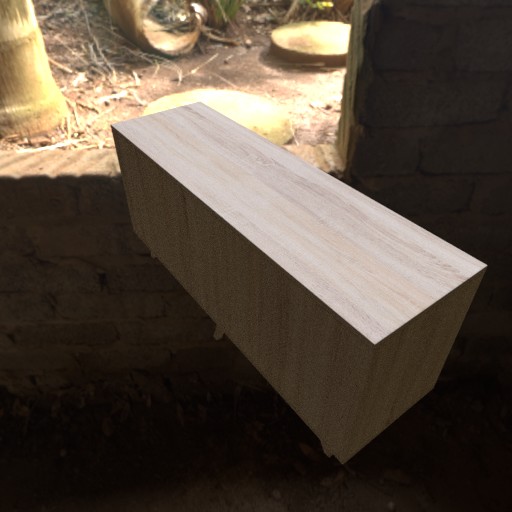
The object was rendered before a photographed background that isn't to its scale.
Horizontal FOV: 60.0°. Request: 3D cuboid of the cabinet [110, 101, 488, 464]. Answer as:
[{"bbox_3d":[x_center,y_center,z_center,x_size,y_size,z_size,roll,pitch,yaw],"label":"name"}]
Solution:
[{"bbox_3d":[0.000,0.000,1.968,0.500,0.780,1.650,-26,46,-27],"label":"cabinet"}]
